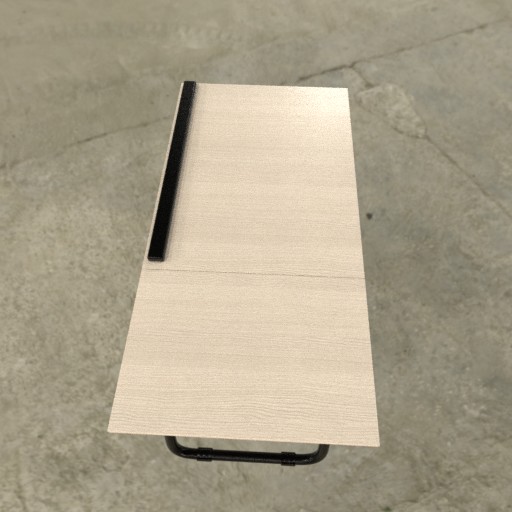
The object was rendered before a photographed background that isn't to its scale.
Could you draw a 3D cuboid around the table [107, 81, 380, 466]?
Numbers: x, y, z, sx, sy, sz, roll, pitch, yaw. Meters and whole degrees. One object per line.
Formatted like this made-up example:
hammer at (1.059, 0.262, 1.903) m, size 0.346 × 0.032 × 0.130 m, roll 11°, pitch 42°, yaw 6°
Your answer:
table at (0.000, 0.000, 0.783) m, size 0.322 × 0.242 × 0.644 m, roll 2°, pitch 58°, yaw 1°
